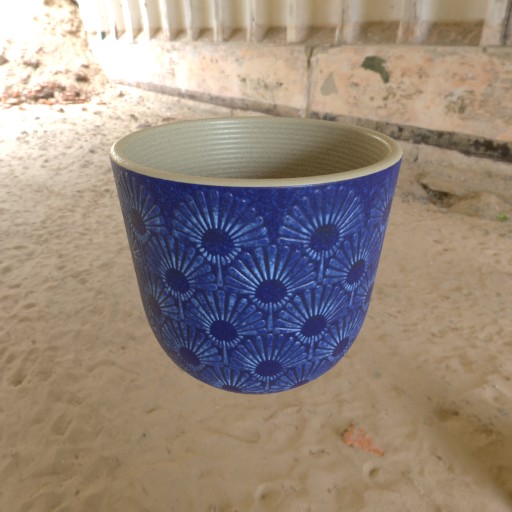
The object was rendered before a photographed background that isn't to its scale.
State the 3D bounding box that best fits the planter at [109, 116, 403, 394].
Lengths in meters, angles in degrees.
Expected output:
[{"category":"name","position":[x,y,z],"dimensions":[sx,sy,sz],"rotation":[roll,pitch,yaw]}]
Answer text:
[{"category":"planter","position":[0.000,0.000,0.366],"dimensions":[0.206,0.190,0.206],"rotation":[0,27,0]}]
